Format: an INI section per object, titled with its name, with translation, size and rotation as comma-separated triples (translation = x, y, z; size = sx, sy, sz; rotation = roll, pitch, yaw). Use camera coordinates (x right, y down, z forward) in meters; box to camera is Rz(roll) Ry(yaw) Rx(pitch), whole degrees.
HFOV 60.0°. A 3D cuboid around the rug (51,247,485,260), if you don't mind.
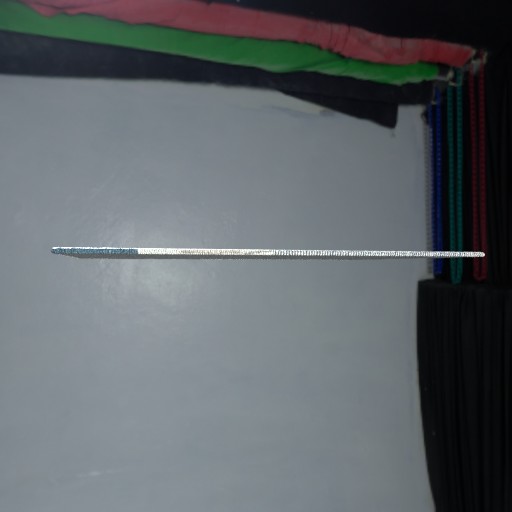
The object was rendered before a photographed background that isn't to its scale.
[rug]
translation = 0.000, 0.000, 2.365
size = 1.847, 0.020, 1.238
rotation = 0, -1, -17
